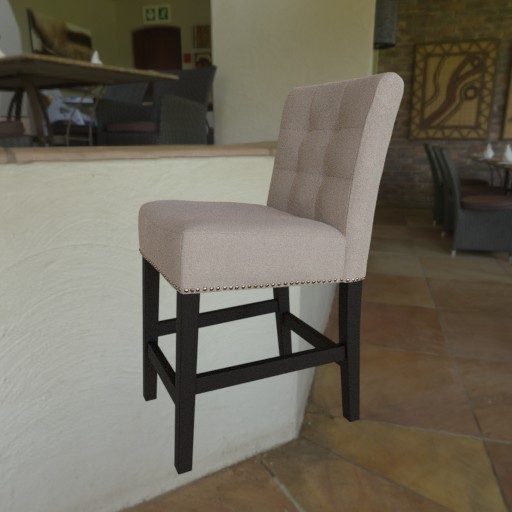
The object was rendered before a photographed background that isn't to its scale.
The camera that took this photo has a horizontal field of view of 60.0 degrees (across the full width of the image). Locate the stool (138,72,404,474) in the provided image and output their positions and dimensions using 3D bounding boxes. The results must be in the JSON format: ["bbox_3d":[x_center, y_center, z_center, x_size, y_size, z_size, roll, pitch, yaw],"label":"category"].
[{"bbox_3d":[0.000,0.000,1.164,0.571,0.885,0.427,-8,17,-26],"label":"stool"}]
